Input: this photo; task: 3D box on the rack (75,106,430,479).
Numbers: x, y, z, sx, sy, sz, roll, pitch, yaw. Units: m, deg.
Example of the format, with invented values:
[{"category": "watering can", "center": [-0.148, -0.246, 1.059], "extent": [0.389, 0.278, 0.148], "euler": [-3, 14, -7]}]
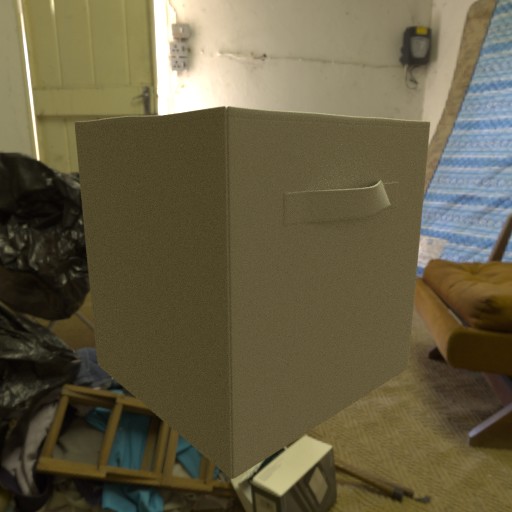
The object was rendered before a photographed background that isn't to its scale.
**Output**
[{"category": "rack", "center": [0.000, 0.000, 0.480], "extent": [0.270, 0.280, 0.270], "euler": [-12, 19, -41]}]
